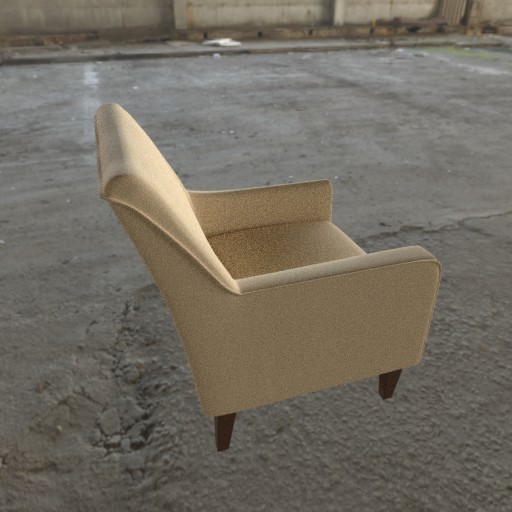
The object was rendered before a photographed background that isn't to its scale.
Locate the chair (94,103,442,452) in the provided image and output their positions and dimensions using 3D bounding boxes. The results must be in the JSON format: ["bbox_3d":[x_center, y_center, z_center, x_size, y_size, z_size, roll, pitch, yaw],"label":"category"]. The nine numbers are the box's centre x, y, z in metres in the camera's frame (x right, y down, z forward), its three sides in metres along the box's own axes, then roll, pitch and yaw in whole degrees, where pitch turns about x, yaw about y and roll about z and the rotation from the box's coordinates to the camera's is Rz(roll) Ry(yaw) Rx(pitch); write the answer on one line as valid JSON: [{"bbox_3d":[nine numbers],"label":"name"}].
[{"bbox_3d":[0.000,0.000,1.514,0.899,0.919,0.780,-9,32,-16],"label":"chair"}]
